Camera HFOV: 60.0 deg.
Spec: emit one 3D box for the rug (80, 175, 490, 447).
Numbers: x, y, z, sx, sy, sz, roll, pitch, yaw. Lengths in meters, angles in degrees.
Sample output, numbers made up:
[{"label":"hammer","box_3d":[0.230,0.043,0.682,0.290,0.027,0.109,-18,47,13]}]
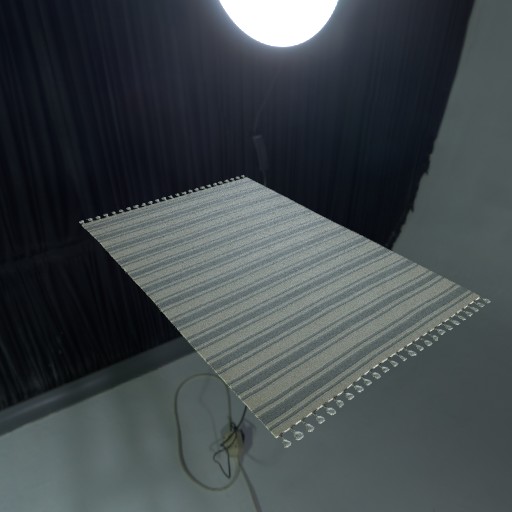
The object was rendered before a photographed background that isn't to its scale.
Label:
[{"label":"rug","box_3d":[0.000,0.000,2.937,1.539,0.011,2.410,-22,38,-31]}]
